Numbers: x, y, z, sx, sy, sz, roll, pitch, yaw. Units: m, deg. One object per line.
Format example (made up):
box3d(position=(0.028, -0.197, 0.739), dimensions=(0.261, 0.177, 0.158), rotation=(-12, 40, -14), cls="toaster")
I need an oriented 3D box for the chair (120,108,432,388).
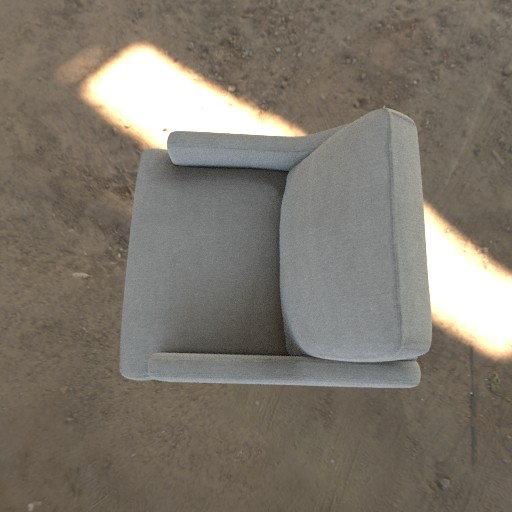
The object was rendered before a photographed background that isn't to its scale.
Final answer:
box3d(position=(0.000, 0.000, 1.484), dimensions=(0.892, 0.821, 0.826), rotation=(1, 76, 0), cls="chair")
